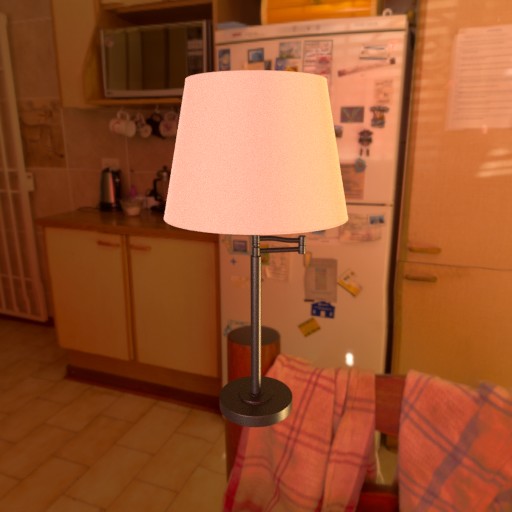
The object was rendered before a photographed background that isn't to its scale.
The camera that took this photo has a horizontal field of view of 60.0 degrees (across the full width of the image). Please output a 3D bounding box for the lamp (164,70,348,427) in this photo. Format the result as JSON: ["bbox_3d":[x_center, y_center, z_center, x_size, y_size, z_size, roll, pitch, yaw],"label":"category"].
[{"bbox_3d":[0.000,0.000,0.912,0.363,0.696,0.363,0,15,0],"label":"lamp"}]
